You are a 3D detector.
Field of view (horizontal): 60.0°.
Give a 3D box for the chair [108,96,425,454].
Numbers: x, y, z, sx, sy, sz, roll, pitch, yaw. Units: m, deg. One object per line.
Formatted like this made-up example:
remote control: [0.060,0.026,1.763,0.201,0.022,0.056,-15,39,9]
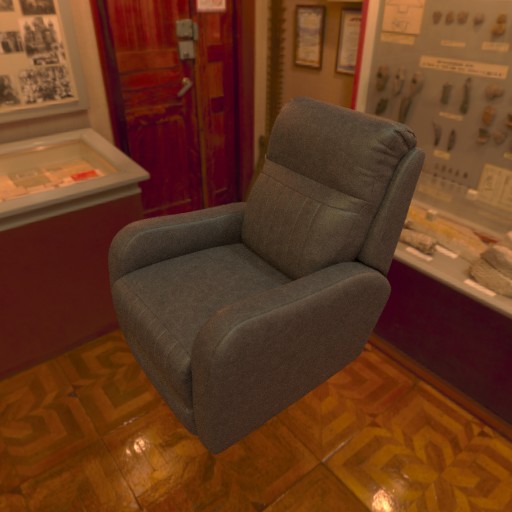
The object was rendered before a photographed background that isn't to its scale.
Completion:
chair: [0.000,0.000,1.809,1.067,1.067,0.865,-22,38,-30]
